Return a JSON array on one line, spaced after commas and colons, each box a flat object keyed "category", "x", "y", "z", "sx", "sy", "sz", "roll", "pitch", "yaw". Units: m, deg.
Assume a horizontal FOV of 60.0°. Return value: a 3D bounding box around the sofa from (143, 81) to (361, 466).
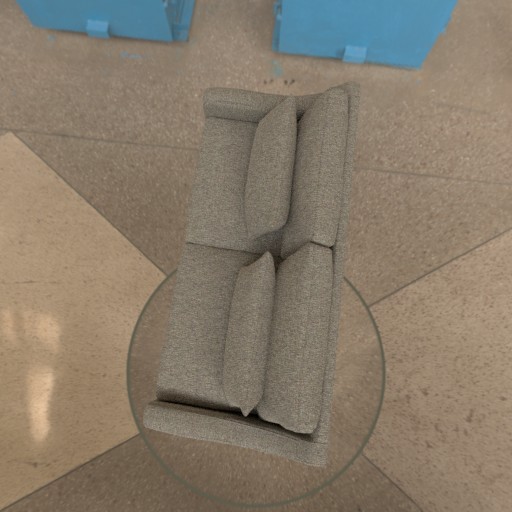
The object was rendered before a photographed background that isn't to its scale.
[{"category": "sofa", "x": 0.000, "y": 0.000, "z": 3.027, "sx": 1.103, "sy": 0.998, "sz": 2.418, "roll": 8, "pitch": 76, "yaw": 2}]
